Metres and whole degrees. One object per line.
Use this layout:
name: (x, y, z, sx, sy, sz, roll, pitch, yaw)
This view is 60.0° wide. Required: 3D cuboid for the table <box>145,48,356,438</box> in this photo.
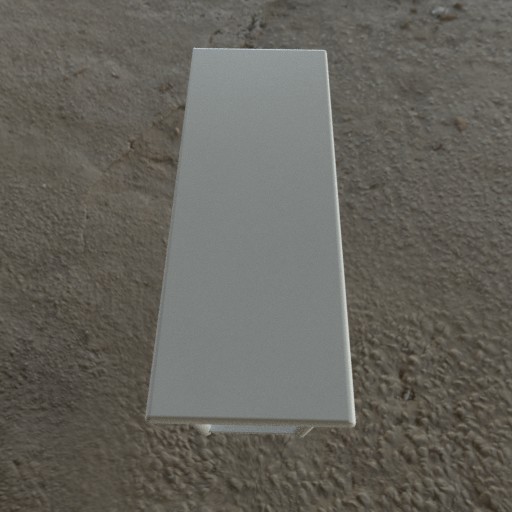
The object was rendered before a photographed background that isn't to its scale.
table: (0.000, 0.000, 1.544, 0.459, 0.740, 1.184, 1, 63, 1)
